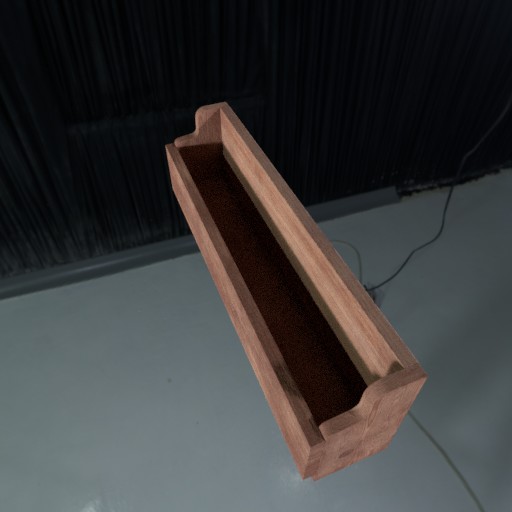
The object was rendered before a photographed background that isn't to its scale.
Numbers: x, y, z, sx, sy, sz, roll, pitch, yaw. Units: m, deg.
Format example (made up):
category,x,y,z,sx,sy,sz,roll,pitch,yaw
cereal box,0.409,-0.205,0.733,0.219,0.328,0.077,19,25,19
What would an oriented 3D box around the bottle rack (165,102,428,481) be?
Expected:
category,x,y,z,sx,sy,sz,roll,pitch,yaw
bottle rack,0.000,0.000,0.692,0.126,0.196,0.608,-16,49,-15
